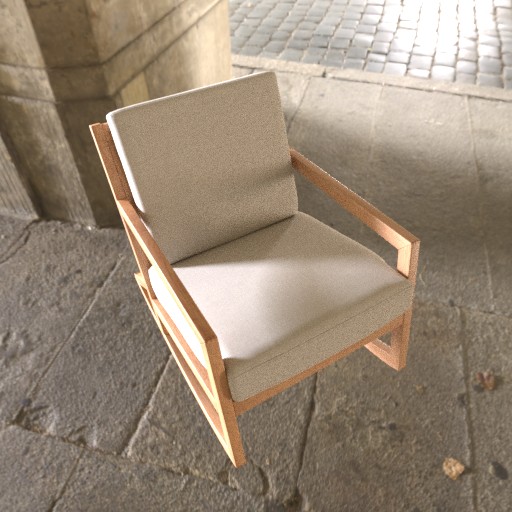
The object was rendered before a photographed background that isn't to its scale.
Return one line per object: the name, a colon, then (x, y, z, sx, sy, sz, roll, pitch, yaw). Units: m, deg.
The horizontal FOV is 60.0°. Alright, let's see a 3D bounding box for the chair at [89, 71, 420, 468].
chair: (0.000, 0.000, 1.370, 0.622, 0.790, 0.857, -23, 50, -20)
